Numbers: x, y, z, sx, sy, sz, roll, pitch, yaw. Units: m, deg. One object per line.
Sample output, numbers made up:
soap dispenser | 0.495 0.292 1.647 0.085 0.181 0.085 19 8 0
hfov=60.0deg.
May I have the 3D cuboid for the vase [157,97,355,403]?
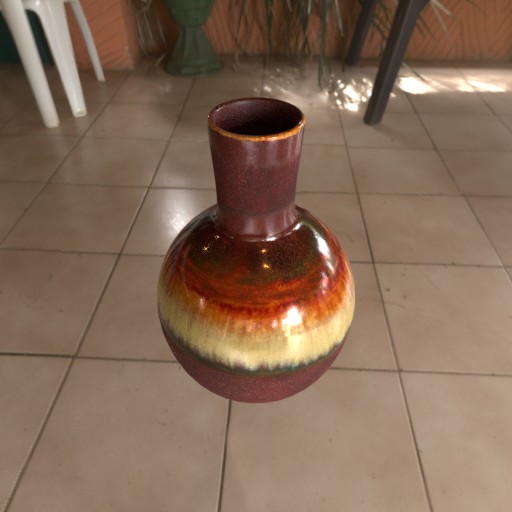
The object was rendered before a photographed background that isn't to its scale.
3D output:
vase | 0.000 0.000 0.234 0.111 0.154 0.111 0 41 0
